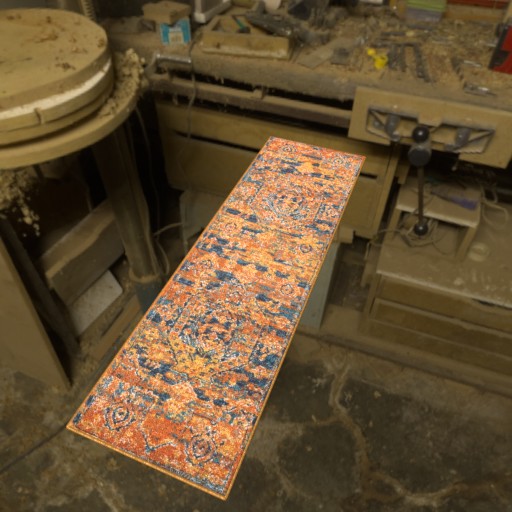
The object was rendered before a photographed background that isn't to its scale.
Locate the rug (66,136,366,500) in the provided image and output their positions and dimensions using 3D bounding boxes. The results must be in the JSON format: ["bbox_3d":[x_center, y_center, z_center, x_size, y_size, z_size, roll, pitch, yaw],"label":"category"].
[{"bbox_3d":[0.000,0.000,1.897,0.556,0.013,1.820,16,49,15],"label":"rug"}]
